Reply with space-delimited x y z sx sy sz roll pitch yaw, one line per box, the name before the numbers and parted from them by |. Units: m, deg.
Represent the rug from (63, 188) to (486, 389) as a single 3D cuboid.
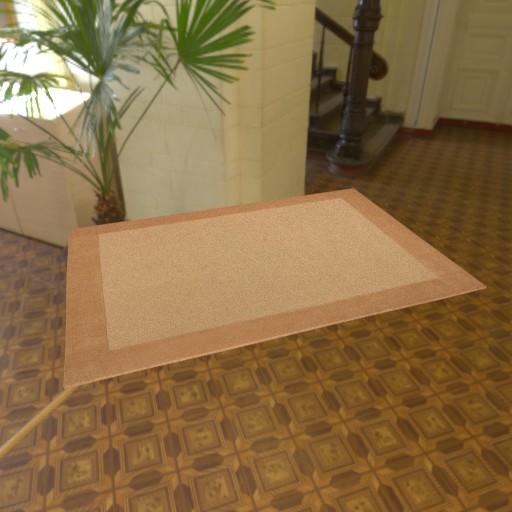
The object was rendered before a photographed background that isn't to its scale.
rug | 0.000 0.000 2.277 1.829 0.014 1.219 -10 33 -16
